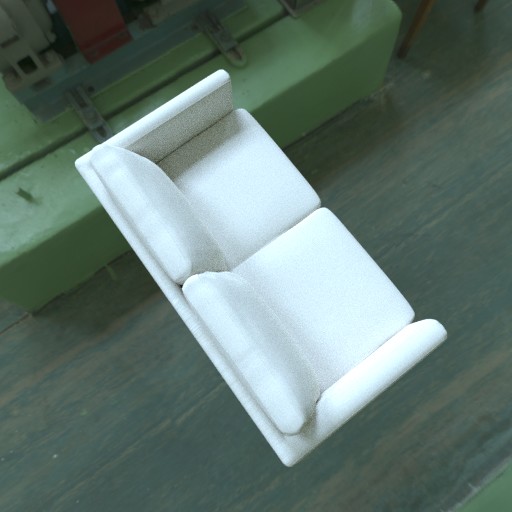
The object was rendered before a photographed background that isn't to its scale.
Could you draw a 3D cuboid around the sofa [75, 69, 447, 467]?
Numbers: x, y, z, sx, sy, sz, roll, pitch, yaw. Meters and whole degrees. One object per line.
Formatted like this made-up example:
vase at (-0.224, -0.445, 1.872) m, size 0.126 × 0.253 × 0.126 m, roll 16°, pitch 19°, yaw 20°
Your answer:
sofa at (0.000, 0.000, 2.271) m, size 0.940 × 0.893 × 1.713 m, roll -36°, pitch 78°, yaw -9°
